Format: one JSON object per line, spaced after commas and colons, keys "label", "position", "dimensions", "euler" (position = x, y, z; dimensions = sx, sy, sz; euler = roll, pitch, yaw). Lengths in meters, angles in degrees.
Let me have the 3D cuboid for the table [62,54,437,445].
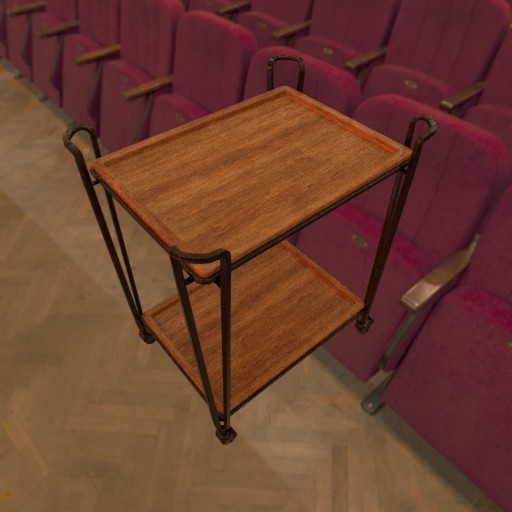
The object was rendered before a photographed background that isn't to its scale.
{"label": "table", "position": [0.000, 0.000, 1.214], "dimensions": [0.672, 0.785, 0.505], "euler": [-31, 53, -26]}
